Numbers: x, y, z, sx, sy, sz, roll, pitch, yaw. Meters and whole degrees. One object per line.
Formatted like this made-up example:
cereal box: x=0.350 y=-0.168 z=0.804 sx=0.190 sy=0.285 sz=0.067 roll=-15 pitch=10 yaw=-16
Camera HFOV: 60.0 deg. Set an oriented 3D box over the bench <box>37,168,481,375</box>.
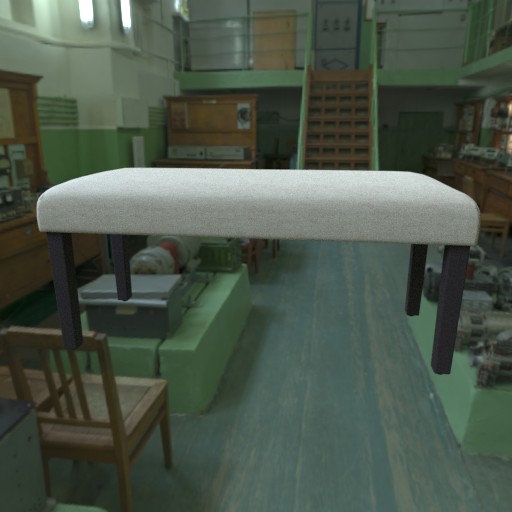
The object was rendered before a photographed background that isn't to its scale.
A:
bench: x=0.000 y=0.000 z=1.232 sx=1.013 sy=0.456 sz=0.407 roll=2 pitch=17 yaw=7
